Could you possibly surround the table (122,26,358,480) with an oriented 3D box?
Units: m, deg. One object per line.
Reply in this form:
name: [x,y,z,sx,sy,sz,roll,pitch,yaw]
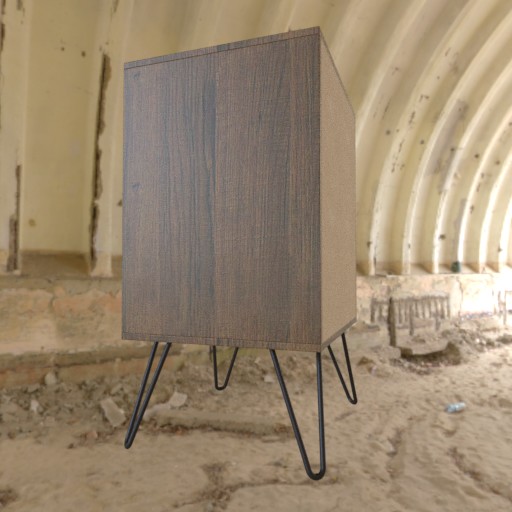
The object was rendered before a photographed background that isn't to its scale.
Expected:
table: [0.000,0.000,1.159,0.457,0.866,0.526,-1,-2,20]
